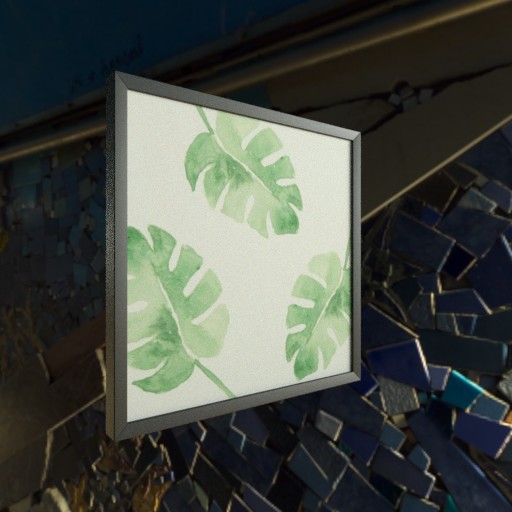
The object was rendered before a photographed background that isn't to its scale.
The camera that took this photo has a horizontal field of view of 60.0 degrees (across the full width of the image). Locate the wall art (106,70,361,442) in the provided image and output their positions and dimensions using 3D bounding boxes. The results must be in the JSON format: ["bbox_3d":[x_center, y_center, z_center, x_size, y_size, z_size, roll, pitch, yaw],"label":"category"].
[{"bbox_3d":[0.000,0.000,0.770,0.508,0.508,0.036,0,0,-37],"label":"wall art"}]
